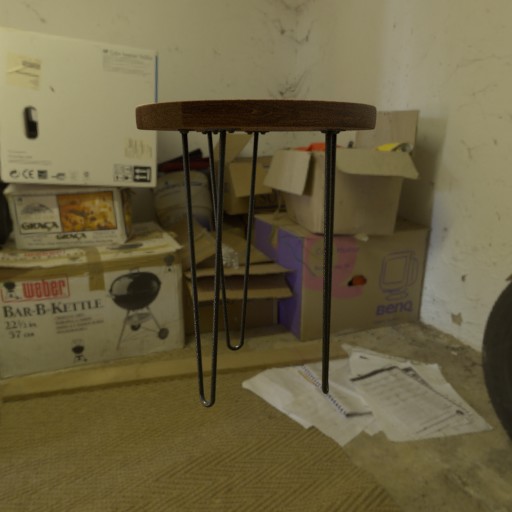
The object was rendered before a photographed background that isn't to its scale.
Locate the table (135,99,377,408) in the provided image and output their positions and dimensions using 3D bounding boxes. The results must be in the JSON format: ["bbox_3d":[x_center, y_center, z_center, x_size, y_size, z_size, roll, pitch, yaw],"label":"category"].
[{"bbox_3d":[0.000,0.000,0.824,0.400,0.520,0.400,0,15,0],"label":"table"}]
